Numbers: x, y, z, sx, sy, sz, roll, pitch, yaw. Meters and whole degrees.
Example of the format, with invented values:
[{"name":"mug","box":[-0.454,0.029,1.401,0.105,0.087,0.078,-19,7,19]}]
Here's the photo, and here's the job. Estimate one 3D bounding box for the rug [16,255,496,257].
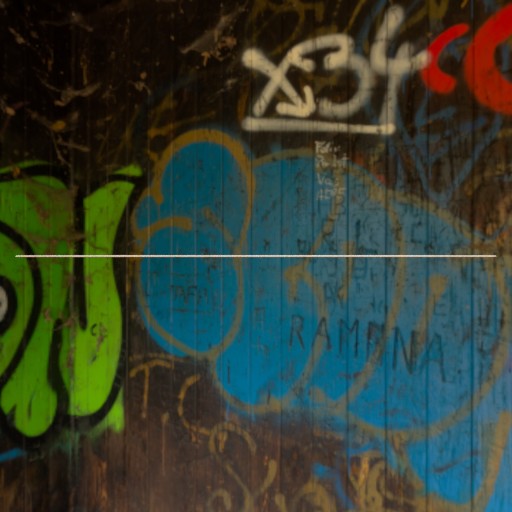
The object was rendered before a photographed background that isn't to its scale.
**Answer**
[{"name":"rug","box":[0.000,0.000,2.993,2.438,0.008,1.523,0,0,0]}]
